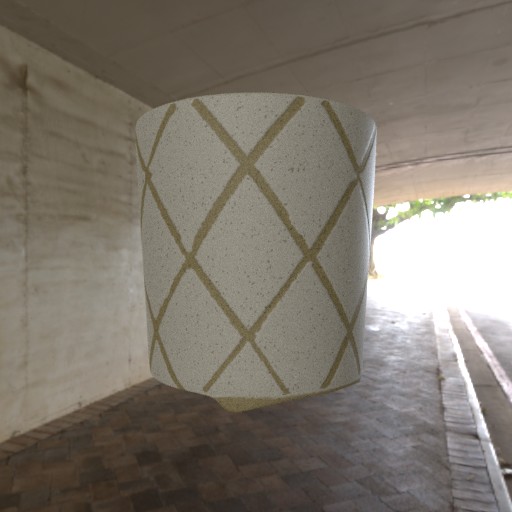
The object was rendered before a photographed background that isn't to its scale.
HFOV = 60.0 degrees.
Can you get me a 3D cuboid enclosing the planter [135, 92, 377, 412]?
[{"bbox_3d":[0.000,0.000,0.363,0.191,0.199,0.191,0,0,0],"label":"planter"}]
